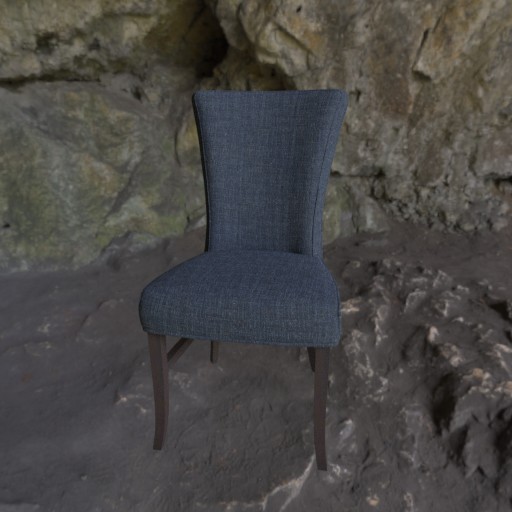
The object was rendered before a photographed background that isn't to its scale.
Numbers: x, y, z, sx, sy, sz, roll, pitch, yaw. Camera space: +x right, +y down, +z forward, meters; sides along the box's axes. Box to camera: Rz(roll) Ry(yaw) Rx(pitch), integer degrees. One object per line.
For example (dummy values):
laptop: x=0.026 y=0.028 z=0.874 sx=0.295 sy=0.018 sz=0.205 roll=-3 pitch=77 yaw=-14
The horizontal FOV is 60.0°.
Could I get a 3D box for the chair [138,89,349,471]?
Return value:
chair: x=0.000 y=0.000 z=1.366 sx=0.520 sy=0.991 sz=0.660 roll=3 pitch=17 yaw=9
